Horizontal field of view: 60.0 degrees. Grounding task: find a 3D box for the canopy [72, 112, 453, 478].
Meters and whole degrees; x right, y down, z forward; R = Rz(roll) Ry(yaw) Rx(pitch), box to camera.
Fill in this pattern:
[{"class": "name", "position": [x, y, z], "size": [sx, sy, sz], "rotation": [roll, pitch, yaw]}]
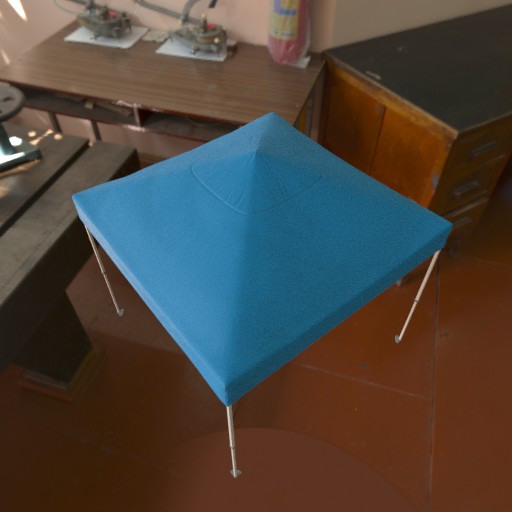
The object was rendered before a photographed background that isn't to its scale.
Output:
[{"class": "canopy", "position": [0.000, 0.000, 5.392], "size": [2.996, 2.997, 2.998], "rotation": [-30, 54, -25]}]
